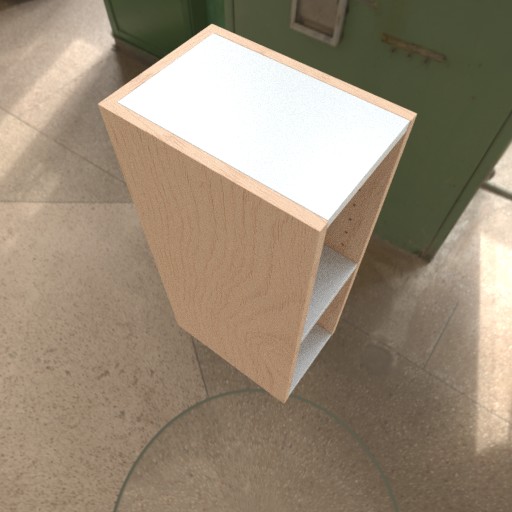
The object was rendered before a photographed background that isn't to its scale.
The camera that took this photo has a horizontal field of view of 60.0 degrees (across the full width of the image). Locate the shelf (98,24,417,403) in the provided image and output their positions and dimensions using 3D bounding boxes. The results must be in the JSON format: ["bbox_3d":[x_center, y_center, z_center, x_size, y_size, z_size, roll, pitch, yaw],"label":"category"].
[{"bbox_3d":[0.000,0.000,0.738,0.290,0.600,0.200,32,63,19],"label":"shelf"}]
